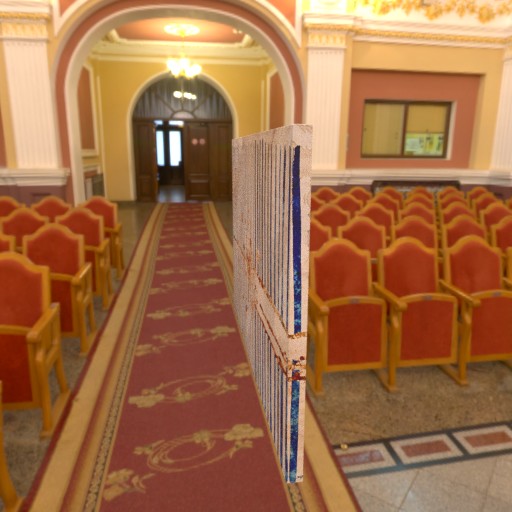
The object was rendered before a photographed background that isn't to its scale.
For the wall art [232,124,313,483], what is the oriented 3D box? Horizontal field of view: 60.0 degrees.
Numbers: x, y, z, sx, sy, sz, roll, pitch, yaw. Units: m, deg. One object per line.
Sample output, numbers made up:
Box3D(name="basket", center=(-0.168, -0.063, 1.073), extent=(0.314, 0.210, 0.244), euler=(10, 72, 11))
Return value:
Box3D(name="wall art", center=(0.000, 0.000, 1.155), extent=(0.030, 0.609, 0.919), euler=(-2, 13, -8))
